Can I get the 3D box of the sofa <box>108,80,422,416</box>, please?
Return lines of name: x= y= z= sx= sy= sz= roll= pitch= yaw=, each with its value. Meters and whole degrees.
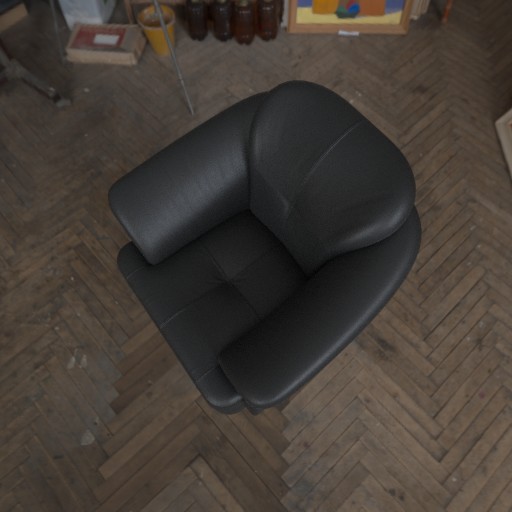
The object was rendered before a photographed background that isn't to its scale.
sofa: x=0.000 y=0.000 z=1.487 sx=0.794 sy=0.811 sz=0.870 roll=-34 pitch=69 yaw=-15
